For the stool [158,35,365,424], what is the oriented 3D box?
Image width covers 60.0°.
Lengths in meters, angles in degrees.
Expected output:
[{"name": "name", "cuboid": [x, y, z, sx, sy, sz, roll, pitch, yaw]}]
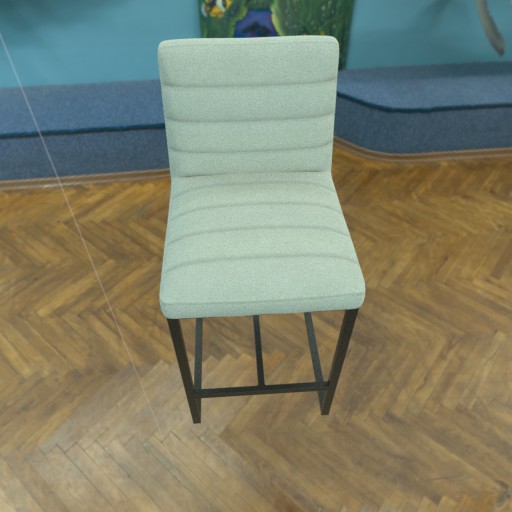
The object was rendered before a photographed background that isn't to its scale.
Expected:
[{"name": "stool", "cuboid": [0.000, 0.000, 1.239, 0.459, 0.971, 0.567, -3, 47, -3]}]
